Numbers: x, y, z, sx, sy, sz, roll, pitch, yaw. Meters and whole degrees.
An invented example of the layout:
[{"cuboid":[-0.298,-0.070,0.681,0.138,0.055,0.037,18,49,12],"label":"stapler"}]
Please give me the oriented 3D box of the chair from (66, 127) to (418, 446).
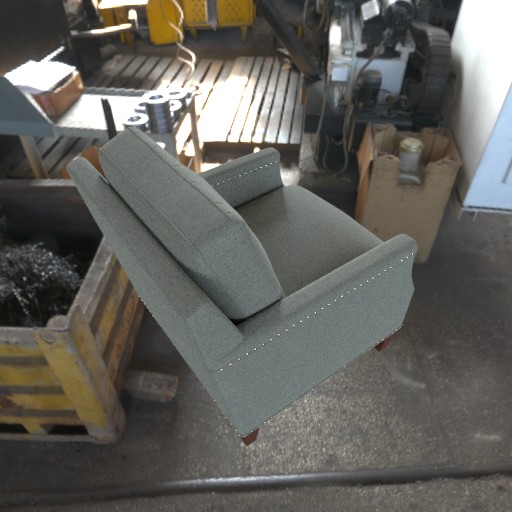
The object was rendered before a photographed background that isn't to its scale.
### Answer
[{"cuboid":[0.000,0.000,1.771,1.031,1.031,0.885,-26,48,-26],"label":"chair"}]
